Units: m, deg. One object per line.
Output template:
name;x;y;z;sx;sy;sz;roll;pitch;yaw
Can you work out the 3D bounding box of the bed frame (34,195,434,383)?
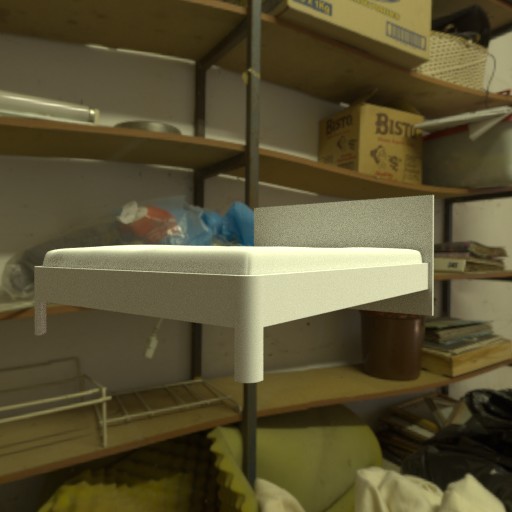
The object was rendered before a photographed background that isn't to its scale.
bed frame;0.000;0.000;2.628;1.490;0.800;1.950;1;1;37
